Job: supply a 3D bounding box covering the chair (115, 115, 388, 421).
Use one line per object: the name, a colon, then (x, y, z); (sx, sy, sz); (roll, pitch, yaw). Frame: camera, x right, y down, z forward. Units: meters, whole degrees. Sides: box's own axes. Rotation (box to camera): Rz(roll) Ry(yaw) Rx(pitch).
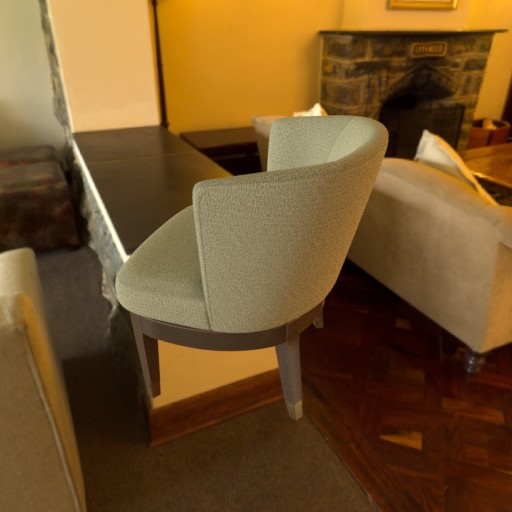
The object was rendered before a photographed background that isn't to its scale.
chair: (0.000, 0.000, 1.313); (0.660, 0.760, 0.700); (7, 29, 14)
